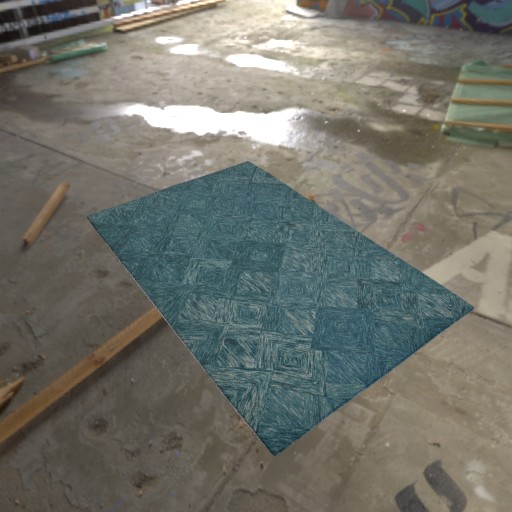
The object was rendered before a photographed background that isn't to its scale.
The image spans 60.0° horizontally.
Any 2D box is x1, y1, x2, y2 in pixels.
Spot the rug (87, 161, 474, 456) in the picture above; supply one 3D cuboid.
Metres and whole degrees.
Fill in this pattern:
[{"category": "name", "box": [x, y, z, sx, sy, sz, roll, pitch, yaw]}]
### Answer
[{"category": "rug", "box": [0.000, 0.000, 2.233, 1.136, 0.017, 1.728, -25, 45, -27]}]
